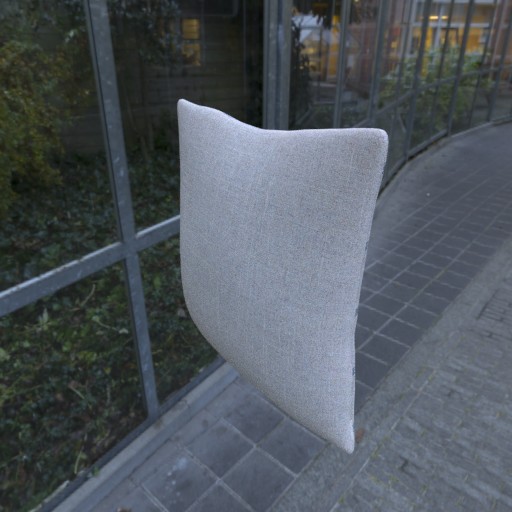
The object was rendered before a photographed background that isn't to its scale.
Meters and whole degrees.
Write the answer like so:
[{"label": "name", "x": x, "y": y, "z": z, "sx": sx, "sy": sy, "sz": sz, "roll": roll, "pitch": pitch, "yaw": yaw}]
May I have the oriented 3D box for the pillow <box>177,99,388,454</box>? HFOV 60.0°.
[{"label": "pillow", "x": 0.000, "y": 0.000, "z": 0.865, "sx": 0.192, "sy": 0.558, "sz": 0.578, "roll": -17, "pitch": 31, "yaw": -31}]
